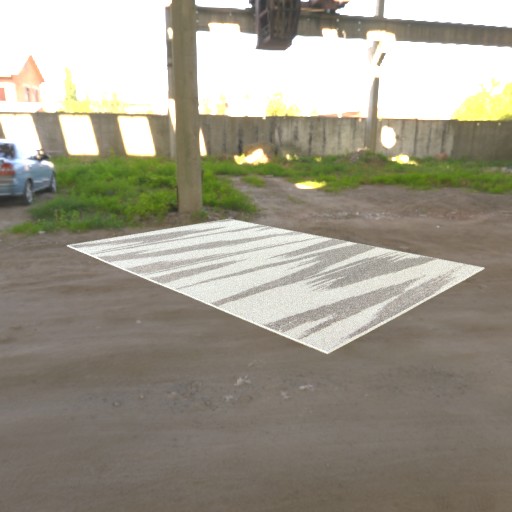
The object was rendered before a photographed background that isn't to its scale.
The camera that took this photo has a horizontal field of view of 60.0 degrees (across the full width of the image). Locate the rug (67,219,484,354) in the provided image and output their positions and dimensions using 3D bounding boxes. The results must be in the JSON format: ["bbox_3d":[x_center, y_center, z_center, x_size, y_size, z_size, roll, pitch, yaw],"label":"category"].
[{"bbox_3d":[0.000,0.000,2.296,1.225,0.008,1.827,-14,20,-43],"label":"rug"}]
